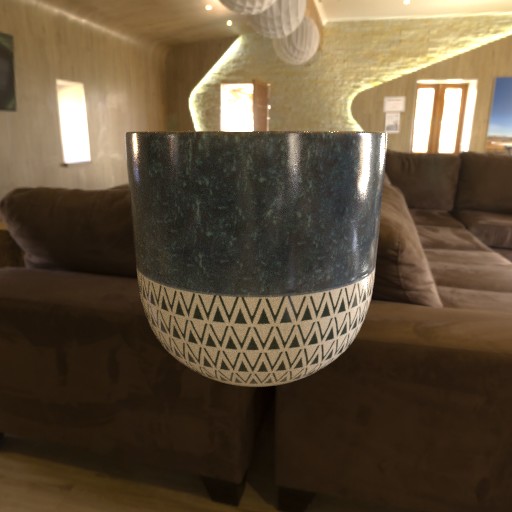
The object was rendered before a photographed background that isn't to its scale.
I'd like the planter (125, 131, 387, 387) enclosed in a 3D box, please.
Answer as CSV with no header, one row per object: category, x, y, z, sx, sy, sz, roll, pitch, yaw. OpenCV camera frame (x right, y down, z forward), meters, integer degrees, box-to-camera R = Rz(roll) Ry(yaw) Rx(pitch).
planter,0.000,0.000,0.502,0.266,0.270,0.266,0,15,0
